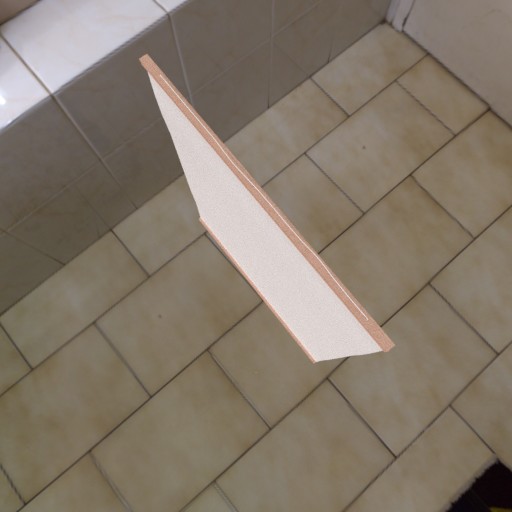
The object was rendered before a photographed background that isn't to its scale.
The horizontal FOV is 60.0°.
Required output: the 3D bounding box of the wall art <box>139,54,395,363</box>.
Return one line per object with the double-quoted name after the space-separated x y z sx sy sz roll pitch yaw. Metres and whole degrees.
0.000 0.000 1.328 0.020 1.013 0.758 -37 78 -9 "wall art"
